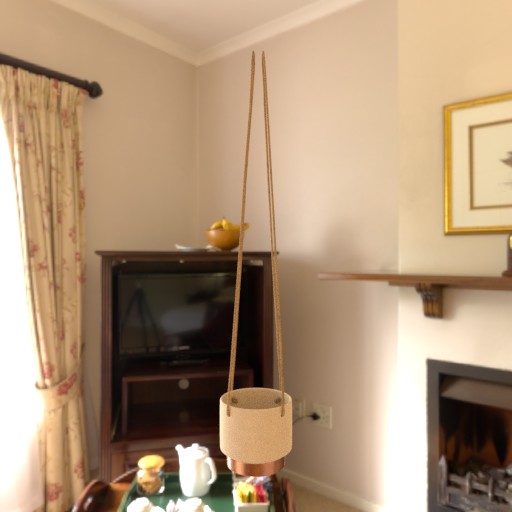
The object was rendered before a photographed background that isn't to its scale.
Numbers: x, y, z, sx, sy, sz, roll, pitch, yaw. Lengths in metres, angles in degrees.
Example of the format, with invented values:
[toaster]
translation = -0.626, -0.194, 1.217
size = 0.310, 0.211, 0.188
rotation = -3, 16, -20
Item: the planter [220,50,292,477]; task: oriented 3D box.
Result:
[planter]
translation = 0.000, 0.000, 0.903
size = 0.146, 0.841, 0.146
rotation = 0, -1, 1
